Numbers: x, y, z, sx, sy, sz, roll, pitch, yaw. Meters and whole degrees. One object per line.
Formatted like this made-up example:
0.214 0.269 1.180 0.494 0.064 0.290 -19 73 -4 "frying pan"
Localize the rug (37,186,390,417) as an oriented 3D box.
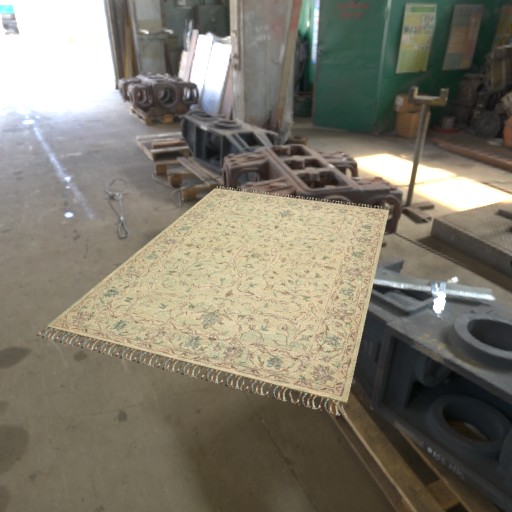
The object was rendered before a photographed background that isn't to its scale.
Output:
0.000 0.000 2.319 1.247 0.008 1.802 10 30 17 "rug"
